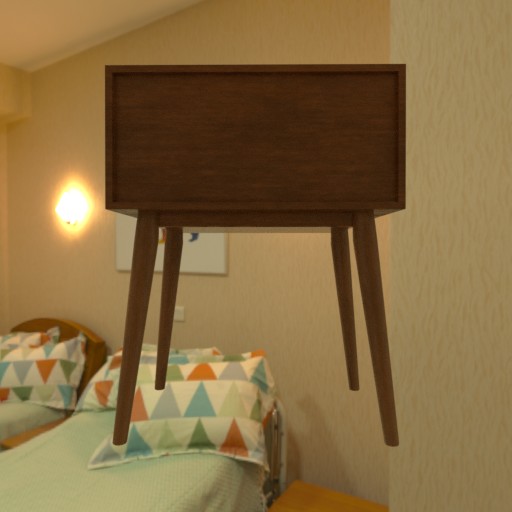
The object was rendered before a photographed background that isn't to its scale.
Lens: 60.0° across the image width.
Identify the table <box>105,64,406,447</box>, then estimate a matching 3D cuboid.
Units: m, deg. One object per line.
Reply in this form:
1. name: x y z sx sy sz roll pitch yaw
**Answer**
1. table: 0.000 0.000 0.824 0.454 0.580 0.307 0 0 1
